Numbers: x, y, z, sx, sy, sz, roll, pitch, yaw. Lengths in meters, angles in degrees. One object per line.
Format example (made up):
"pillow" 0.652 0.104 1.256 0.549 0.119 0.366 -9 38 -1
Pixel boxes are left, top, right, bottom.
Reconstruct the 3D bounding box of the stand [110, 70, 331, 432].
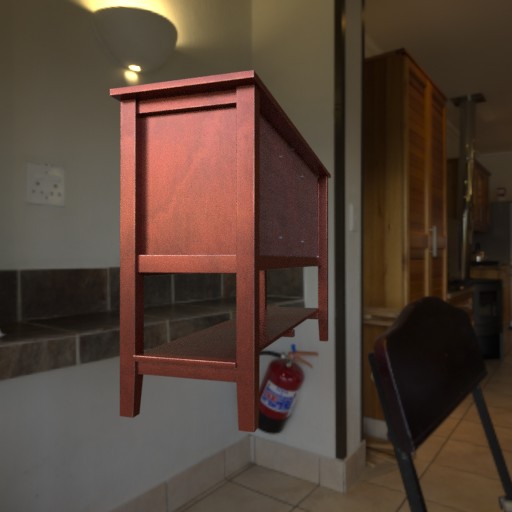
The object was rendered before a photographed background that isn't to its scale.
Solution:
"stand" 0.000 0.000 1.757 0.410 0.872 1.362 0 -1 17
